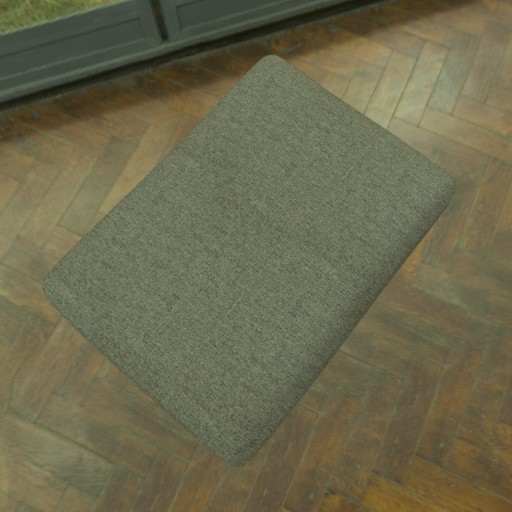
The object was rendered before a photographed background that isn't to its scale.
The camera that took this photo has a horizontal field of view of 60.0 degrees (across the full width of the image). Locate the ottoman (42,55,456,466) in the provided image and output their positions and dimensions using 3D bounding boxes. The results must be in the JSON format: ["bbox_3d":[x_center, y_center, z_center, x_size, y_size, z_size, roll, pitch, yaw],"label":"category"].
[{"bbox_3d":[0.000,0.000,1.240,0.637,0.478,0.885,39,78,10],"label":"ottoman"}]
